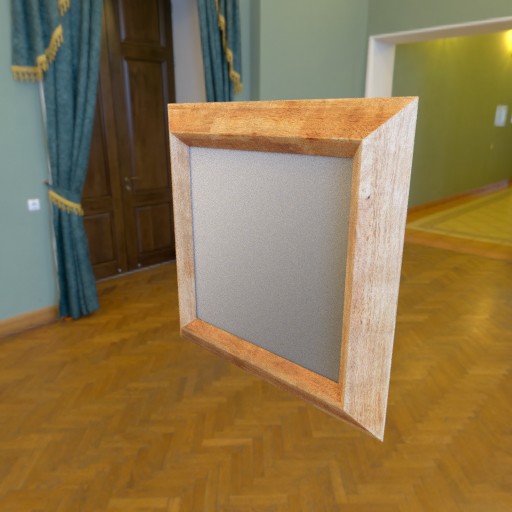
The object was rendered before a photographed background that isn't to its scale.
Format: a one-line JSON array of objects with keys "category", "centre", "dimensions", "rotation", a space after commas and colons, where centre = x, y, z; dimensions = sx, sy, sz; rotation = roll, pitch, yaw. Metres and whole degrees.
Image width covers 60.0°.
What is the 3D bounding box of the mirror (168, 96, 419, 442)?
[{"category": "mirror", "centre": [0.000, 0.000, 0.984], "dimensions": [0.651, 0.651, 0.047], "rotation": [16, 23, 41]}]
